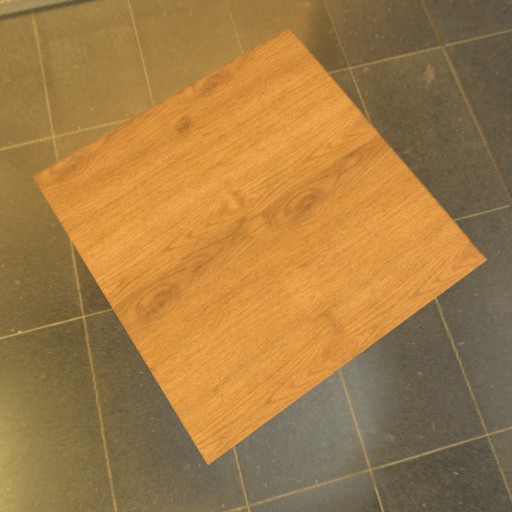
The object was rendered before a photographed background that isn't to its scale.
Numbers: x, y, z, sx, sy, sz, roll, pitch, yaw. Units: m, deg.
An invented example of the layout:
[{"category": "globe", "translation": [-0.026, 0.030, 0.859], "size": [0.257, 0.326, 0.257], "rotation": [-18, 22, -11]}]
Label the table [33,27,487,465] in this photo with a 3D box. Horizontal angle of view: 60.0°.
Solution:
[{"category": "table", "translation": [0.000, 0.000, 1.108], "size": [0.612, 0.593, 0.616], "rotation": [-34, 78, -8]}]
